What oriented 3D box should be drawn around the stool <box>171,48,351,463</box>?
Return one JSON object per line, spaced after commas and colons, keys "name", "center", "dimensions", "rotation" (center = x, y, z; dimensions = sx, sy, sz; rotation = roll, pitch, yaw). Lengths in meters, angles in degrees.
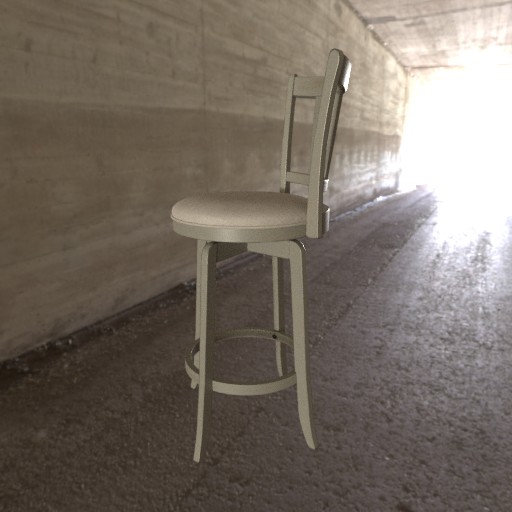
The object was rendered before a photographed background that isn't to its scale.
{"name": "stool", "center": [0.000, 0.000, 1.287], "dimensions": [0.475, 1.042, 0.436], "rotation": [-2, 15, -9]}
